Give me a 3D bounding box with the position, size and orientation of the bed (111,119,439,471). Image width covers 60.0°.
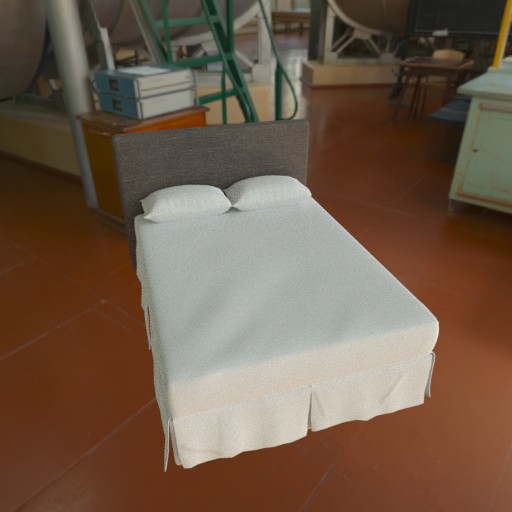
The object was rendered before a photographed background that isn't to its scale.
[{"bbox_3d":[0.000,0.000,3.155,1.723,1.330,2.142,-9,33,-15],"label":"bed"}]
